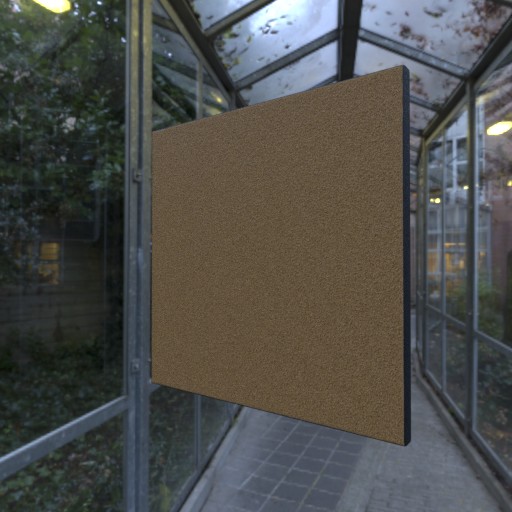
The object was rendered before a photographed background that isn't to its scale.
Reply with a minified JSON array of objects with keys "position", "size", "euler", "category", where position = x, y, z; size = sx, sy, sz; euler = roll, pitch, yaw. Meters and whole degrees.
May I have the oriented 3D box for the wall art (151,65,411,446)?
[{"position":[0.000,0.000,0.668],"size":[0.456,0.453,0.022],"euler":[-1,-1,37],"category":"wall art"}]
